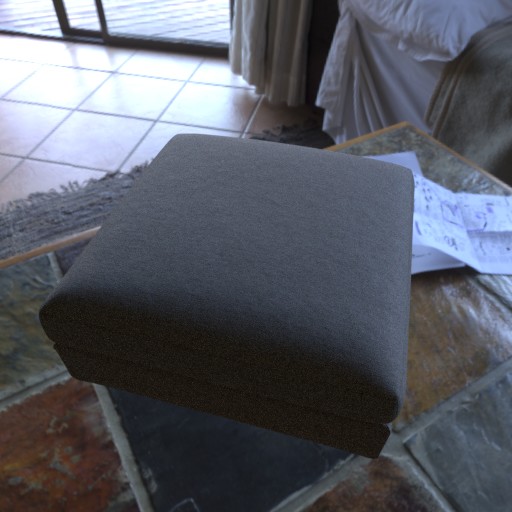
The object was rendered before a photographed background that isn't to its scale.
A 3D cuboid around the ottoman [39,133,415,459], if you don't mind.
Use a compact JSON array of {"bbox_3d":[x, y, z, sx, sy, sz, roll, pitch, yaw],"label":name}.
[{"bbox_3d":[0.000,0.000,1.579,1.041,0.470,1.041,11,47,11],"label":"ottoman"}]
